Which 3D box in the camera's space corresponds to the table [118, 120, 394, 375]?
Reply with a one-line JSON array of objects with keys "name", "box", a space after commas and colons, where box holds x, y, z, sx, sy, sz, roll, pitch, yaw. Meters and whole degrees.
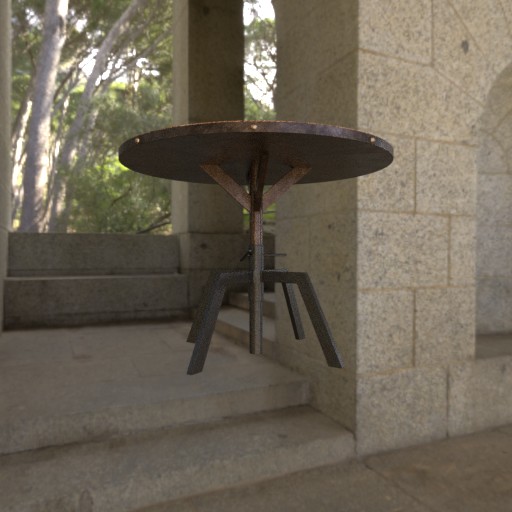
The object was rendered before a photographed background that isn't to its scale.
[{"name": "table", "box": [0.000, 0.000, 1.497, 0.885, 0.658, 0.885, 0, 1, 0]}]
